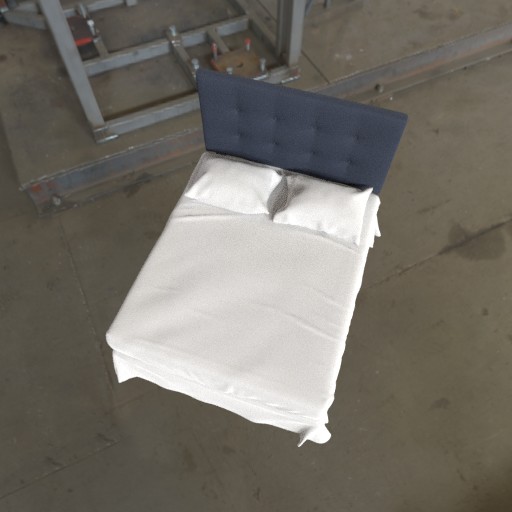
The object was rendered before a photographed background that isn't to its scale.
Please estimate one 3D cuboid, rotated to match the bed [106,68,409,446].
[{"bbox_3d":[0.000,0.000,3.463,1.936,1.577,2.222,16,61,9],"label":"bed"}]
